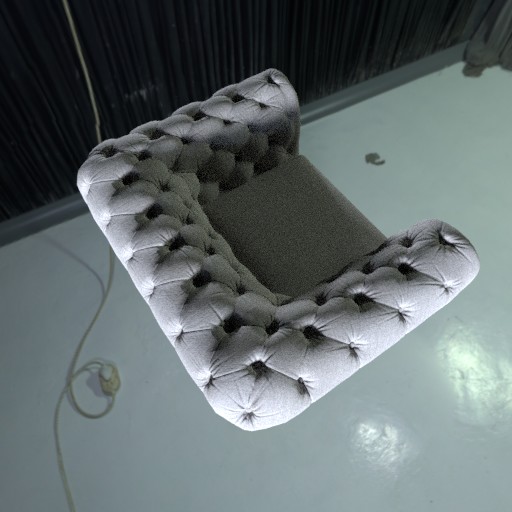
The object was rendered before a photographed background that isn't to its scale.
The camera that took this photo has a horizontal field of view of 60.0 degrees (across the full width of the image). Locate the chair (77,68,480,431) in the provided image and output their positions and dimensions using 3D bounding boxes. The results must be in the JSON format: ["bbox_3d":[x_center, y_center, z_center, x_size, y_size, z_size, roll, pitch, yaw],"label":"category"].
[{"bbox_3d":[0.000,0.000,1.843,0.976,0.770,1.270,-30,63,-17],"label":"chair"}]
